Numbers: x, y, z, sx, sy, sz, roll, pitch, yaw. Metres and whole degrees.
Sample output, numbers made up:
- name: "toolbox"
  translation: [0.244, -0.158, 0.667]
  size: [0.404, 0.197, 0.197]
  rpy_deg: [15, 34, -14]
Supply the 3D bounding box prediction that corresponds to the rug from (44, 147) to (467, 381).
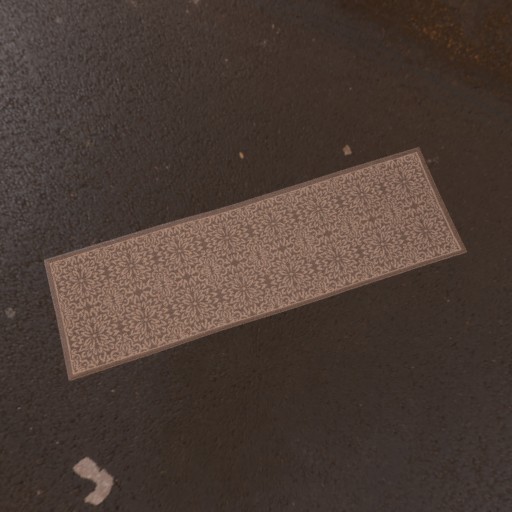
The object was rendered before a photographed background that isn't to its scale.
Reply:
- name: "rug"
  translation: [0.000, 0.000, 2.400]
  size: [2.196, 0.011, 0.662]
  rpy_deg: [-17, 76, -4]
